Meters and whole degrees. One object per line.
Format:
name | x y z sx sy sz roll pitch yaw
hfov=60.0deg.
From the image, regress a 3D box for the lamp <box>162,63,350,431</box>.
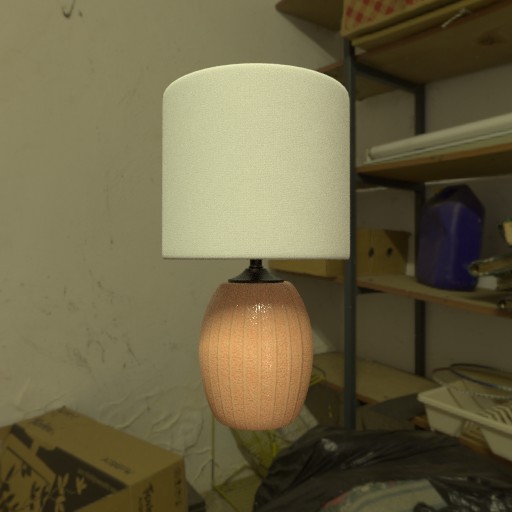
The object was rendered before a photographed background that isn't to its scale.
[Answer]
lamp | 0.000 0.000 0.794 0.329 0.570 0.329 0 -1 0
